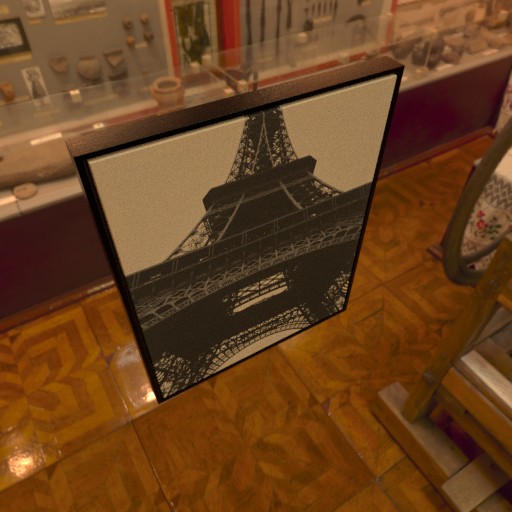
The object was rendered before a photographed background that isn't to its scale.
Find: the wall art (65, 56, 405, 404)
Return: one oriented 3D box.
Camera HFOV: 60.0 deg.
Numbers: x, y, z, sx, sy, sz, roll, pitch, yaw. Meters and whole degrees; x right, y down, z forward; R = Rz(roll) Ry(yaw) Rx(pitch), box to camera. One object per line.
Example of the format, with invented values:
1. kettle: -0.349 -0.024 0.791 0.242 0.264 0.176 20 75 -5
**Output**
1. wall art: 0.000 0.000 0.740 0.451 0.553 0.039 -22 50 -20
